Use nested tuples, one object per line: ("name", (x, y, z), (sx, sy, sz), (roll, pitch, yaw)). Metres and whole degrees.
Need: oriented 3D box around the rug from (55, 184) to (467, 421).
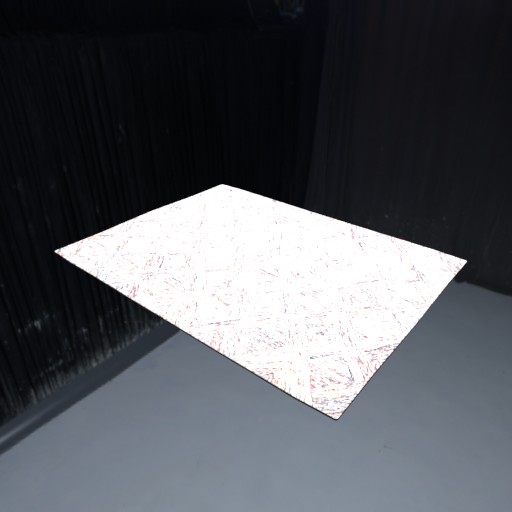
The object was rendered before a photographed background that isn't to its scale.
("rug", (0.000, 0.000, 4.298), (3.226, 0.024, 2.436), (22, 37, 34))
